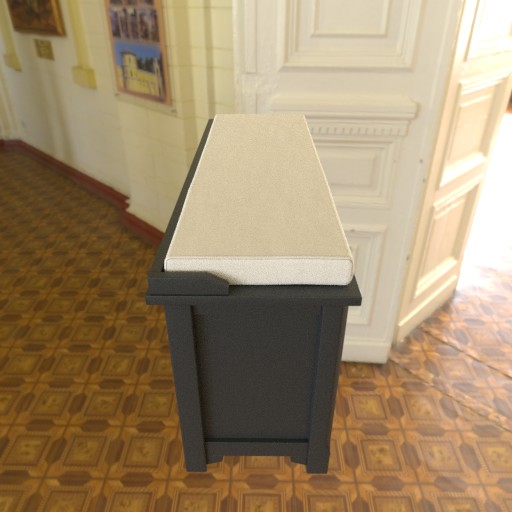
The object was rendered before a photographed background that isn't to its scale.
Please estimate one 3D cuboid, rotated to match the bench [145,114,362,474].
[{"bbox_3d":[0.000,0.000,1.230,0.345,0.561,0.973,0,31,0],"label":"bench"}]
